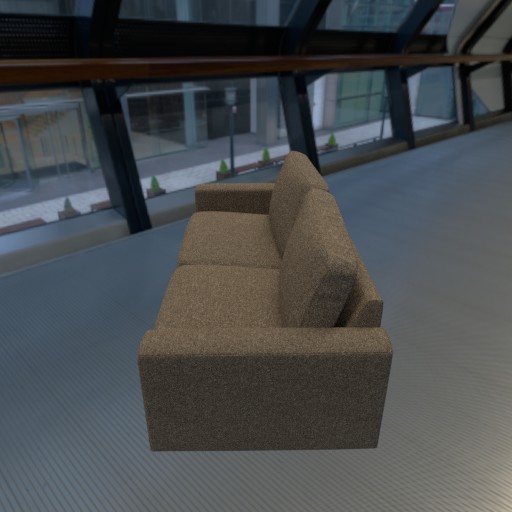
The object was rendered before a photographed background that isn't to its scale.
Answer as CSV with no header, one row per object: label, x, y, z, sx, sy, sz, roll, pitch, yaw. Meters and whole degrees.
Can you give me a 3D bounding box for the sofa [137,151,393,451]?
sofa,0.000,0.000,2.696,1.016,0.873,2.179,0,26,-1
